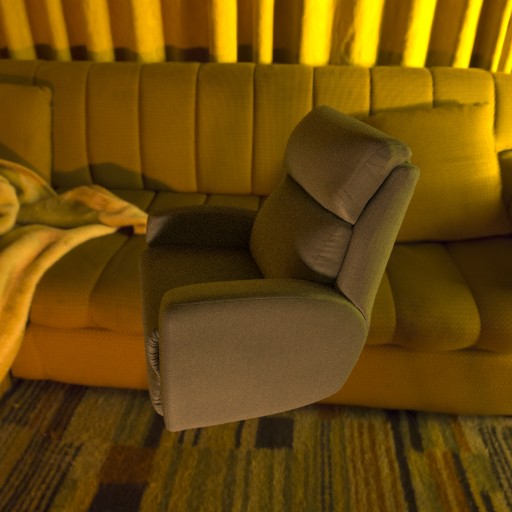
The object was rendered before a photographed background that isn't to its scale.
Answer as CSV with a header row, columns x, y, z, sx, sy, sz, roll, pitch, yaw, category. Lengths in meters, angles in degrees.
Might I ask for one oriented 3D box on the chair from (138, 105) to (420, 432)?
x,y,z,sx,sy,sz,roll,pitch,yaw,category
0.000,0.000,1.735,0.940,1.016,0.794,-8,31,-14,chair
